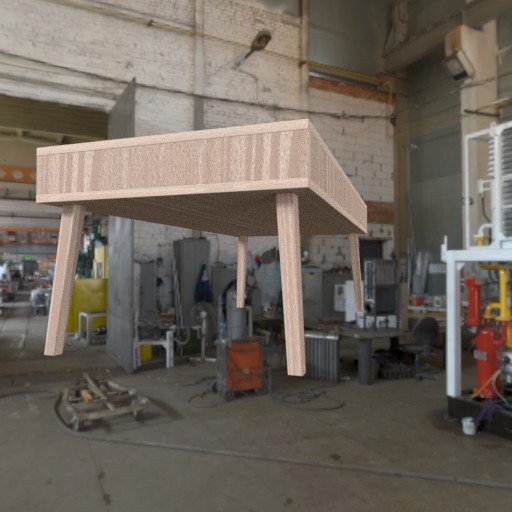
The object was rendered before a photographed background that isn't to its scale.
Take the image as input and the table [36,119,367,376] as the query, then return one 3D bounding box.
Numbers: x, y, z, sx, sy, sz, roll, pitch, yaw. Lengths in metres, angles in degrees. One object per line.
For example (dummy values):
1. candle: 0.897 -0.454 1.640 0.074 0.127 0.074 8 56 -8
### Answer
1. table: 0.000 0.000 1.428 0.600 0.450 1.200 0 -1 19
